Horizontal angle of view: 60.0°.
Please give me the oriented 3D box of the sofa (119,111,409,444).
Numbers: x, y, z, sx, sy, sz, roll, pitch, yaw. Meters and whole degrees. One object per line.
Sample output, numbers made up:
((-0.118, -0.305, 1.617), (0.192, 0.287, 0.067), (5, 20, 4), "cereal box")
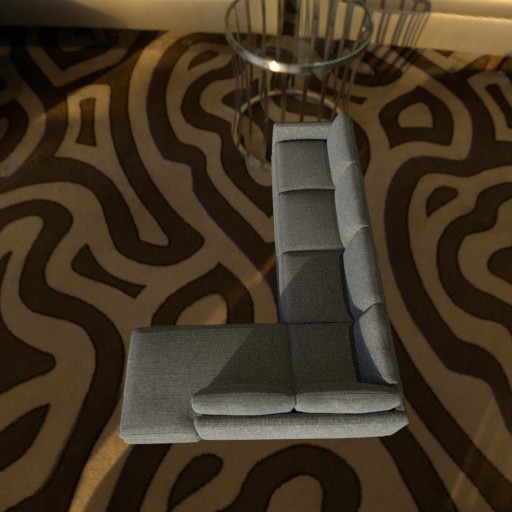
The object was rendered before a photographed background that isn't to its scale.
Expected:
((0.000, 0.000, 3.857), (2.007, 0.815, 2.949), (-1, 59, -1), "sofa")
